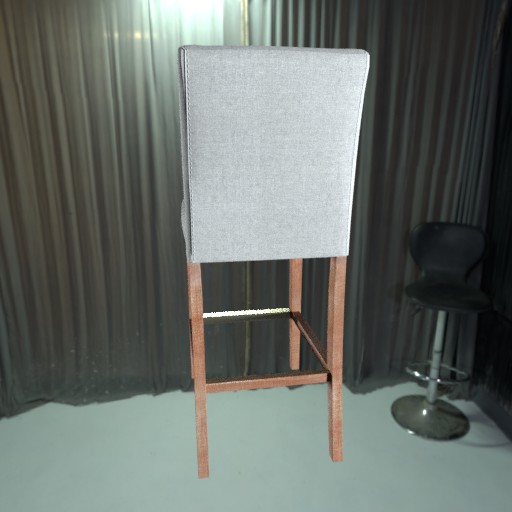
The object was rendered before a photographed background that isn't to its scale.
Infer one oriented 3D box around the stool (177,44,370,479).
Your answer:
[{"bbox_3d":[0.000,0.000,1.348,0.439,1.088,0.570,-3,16,-9],"label":"stool"}]
